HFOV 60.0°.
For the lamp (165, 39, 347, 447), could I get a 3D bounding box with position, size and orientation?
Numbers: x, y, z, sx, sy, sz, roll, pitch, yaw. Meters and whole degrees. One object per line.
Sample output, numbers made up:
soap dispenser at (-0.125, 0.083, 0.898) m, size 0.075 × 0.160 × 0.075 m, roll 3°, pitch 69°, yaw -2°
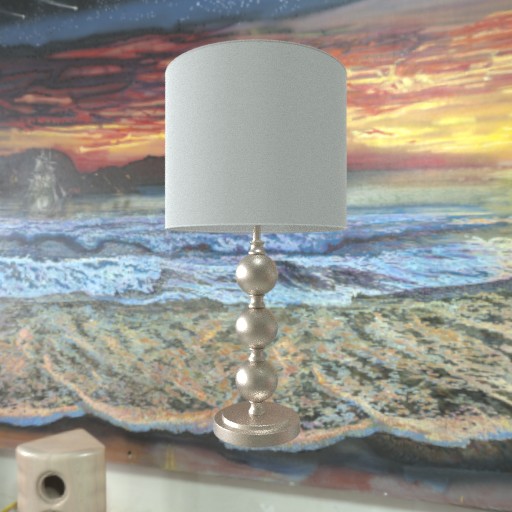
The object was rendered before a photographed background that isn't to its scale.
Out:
lamp at (0.000, 0.000, 0.687) m, size 0.277 × 0.538 × 0.277 m, roll 0°, pitch 1°, yaw -18°
